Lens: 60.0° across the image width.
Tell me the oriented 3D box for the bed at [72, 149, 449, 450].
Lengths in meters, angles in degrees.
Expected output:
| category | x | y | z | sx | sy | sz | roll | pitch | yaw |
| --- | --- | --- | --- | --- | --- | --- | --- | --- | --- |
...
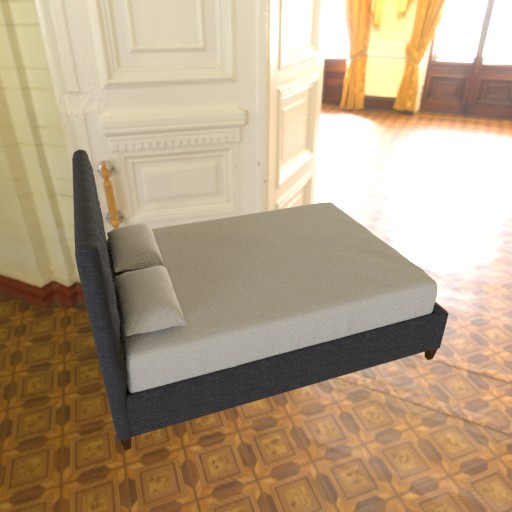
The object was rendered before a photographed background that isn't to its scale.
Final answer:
| category | x | y | z | sx | sy | sz | roll | pitch | yaw |
| --- | --- | --- | --- | --- | --- | --- | --- | --- | --- |
| bed | 0.000 | 0.000 | 3.392 | 2.387 | 1.427 | 1.698 | -10 | 31 | -17 |
